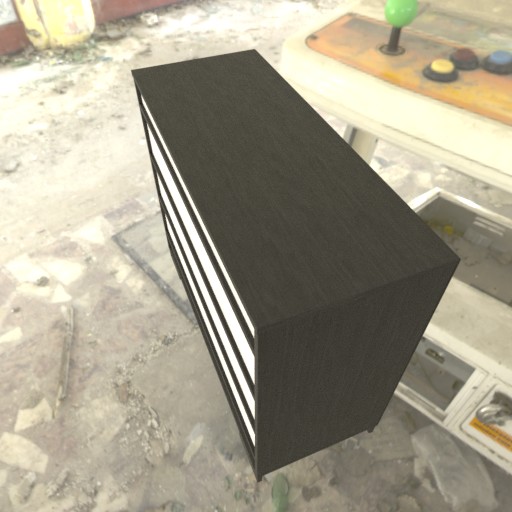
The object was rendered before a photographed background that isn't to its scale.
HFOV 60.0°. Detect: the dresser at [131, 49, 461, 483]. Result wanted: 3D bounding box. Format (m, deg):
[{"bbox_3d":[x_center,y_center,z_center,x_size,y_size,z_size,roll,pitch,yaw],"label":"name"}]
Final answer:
[{"bbox_3d":[0.000,0.000,1.368,0.404,0.816,0.994,-17,49,-15],"label":"dresser"}]
